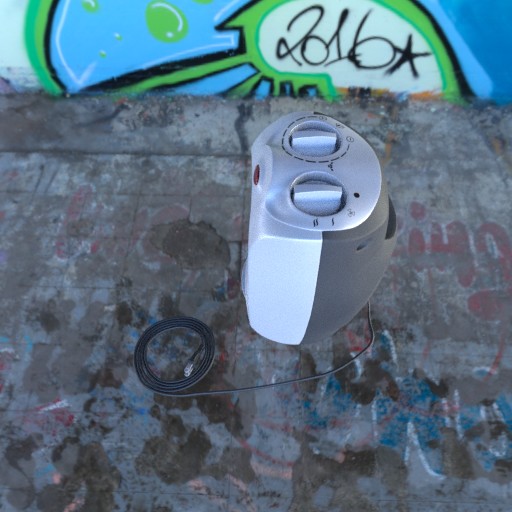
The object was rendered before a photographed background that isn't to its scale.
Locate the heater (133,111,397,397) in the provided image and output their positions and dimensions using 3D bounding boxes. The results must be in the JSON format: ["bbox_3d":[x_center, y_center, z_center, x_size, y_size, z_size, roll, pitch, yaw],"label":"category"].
[{"bbox_3d":[0.000,0.000,0.467,0.291,0.240,0.239,1,59,1],"label":"heater"}]
